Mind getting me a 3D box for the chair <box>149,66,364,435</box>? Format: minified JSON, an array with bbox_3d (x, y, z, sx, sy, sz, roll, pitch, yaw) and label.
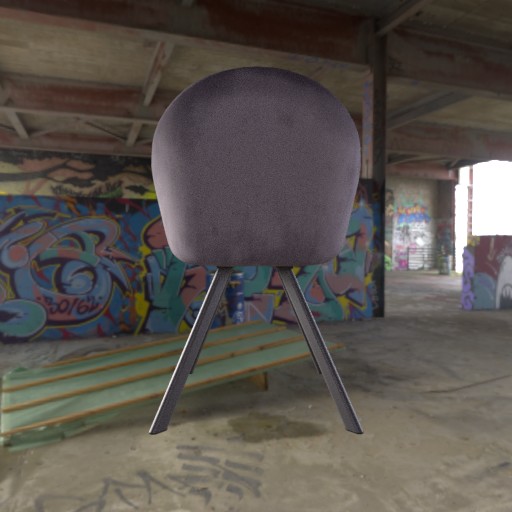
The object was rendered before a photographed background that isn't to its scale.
[{"bbox_3d":[0.000,0.000,1.196,0.550,0.795,0.590,0,2,0],"label":"chair"}]
